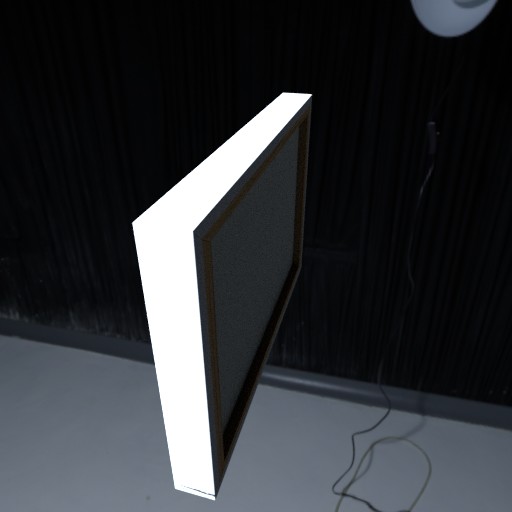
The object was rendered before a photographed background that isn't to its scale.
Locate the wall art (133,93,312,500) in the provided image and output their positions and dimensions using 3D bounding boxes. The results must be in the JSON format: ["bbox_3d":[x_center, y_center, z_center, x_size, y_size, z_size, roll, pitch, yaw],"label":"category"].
[{"bbox_3d":[0.000,0.000,0.472,0.038,0.259,0.381,8,32,14],"label":"wall art"}]
